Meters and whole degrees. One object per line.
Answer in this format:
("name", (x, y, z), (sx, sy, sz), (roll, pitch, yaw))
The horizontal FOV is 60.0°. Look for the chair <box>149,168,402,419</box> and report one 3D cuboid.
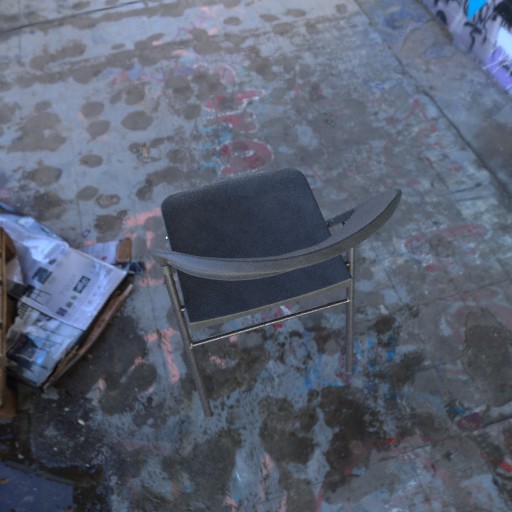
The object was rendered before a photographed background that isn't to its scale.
("chair", (0.000, 0.000, 1.181), (0.494, 0.810, 0.567), (-15, 59, -9))
